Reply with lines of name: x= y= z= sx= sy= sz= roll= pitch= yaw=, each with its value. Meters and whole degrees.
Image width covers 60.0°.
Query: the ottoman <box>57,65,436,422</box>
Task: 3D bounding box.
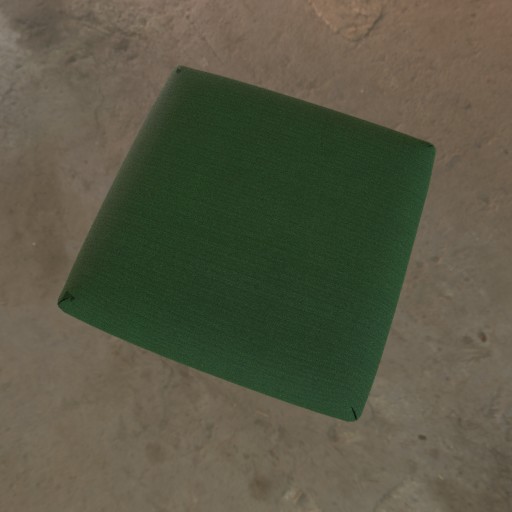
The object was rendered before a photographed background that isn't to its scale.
ottoman: x=0.000 y=0.000 z=0.907 sx=0.507 sy=0.475 sz=0.497 roll=20 pitch=75 yaw=6
